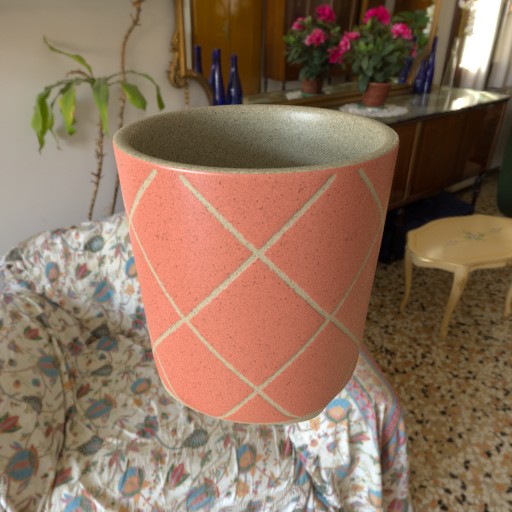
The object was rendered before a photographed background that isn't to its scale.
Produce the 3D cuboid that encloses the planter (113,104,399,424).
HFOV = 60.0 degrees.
[{"bbox_3d":[0.000,0.000,0.353,0.191,0.200,0.191,0,29,0],"label":"planter"}]
